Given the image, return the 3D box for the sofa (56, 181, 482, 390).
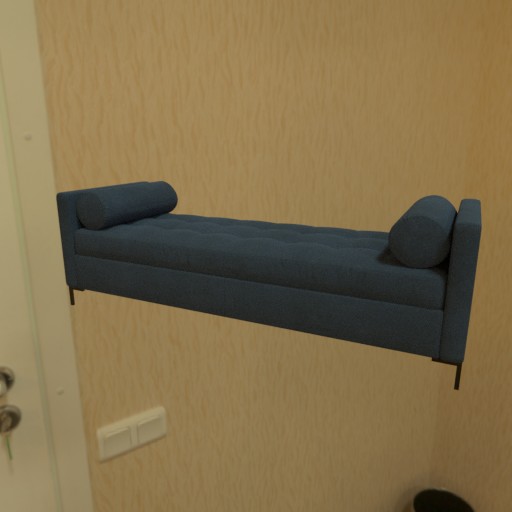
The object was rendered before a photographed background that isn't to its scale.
[{"bbox_3d":[0.000,0.000,2.242,1.981,0.635,0.686,7,17,25],"label":"sofa"}]
